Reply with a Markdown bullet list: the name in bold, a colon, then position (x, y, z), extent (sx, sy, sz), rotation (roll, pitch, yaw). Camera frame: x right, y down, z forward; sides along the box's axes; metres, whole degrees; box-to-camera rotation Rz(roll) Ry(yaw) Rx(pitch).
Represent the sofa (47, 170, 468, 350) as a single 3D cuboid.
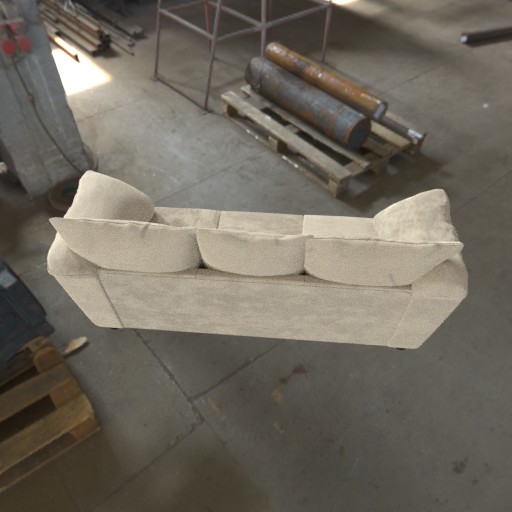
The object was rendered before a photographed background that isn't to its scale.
- **sofa**: position (0.000, 0.000, 2.823), extent (2.377, 0.981, 0.893), rotation (3, 47, 3)
